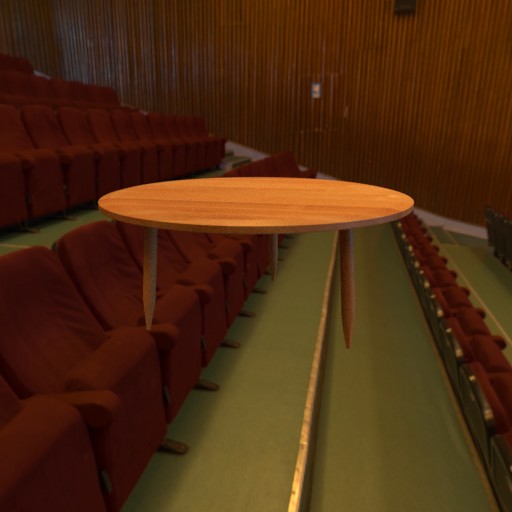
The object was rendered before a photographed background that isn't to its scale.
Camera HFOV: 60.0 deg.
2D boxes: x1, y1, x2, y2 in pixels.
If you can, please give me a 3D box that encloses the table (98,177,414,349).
[{"bbox_3d":[0.000,0.000,1.389,0.900,0.400,0.900,0,16,0],"label":"table"}]
